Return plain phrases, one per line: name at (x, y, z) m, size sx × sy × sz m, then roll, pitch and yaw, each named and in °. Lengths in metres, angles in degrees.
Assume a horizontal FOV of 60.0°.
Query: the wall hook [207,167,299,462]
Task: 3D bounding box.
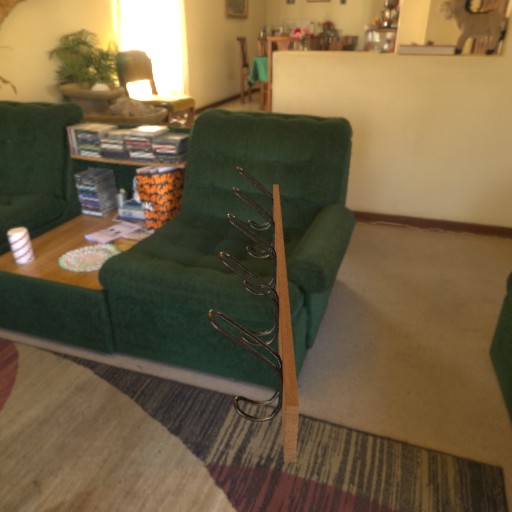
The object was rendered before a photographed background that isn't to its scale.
wall hook at (0.000, 0.000, 0.597) m, size 0.076 × 0.116 × 0.554 m, roll 0°, pitch 27°, yaw 1°
